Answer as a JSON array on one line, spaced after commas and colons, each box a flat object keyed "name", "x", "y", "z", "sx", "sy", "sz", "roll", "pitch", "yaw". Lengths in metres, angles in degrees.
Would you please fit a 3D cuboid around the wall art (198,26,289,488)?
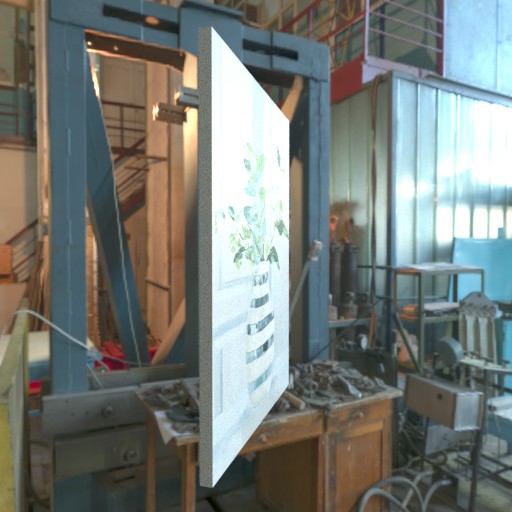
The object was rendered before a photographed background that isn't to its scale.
[{"name": "wall art", "x": 0.000, "y": 0.000, "z": 1.604, "sx": 0.038, "sy": 1.212, "sz": 0.914, "roll": 0, "pitch": 1, "yaw": 17}]
